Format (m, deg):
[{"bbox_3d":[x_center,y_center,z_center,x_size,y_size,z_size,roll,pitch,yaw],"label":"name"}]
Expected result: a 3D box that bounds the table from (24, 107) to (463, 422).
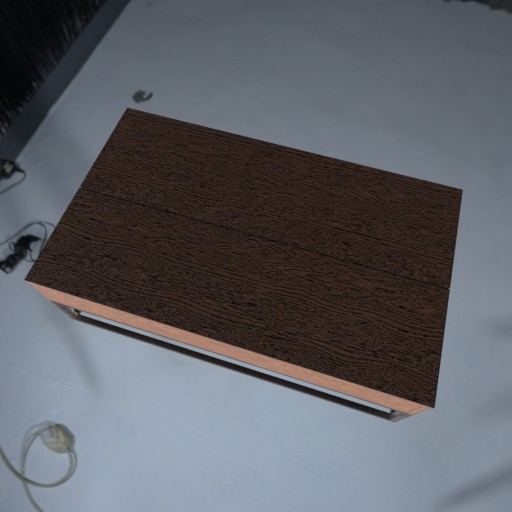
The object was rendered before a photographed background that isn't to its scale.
[{"bbox_3d":[0.000,0.000,1.504,1.167,0.361,0.719,16,64,8],"label":"table"}]
